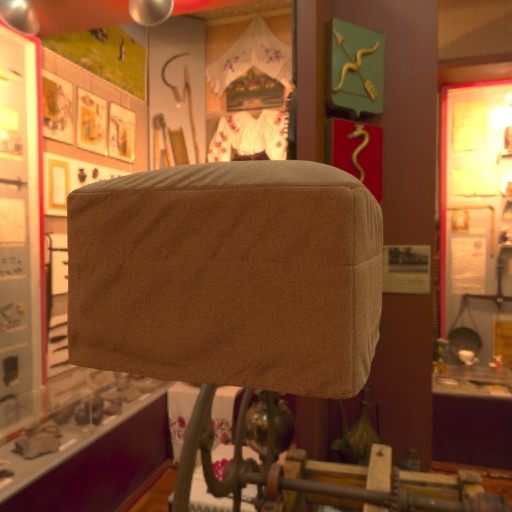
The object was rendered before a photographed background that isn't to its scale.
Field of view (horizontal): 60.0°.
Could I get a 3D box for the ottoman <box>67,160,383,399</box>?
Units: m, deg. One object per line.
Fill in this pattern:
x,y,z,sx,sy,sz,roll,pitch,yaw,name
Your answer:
0.000,0.000,1.261,0.683,0.481,0.837,1,2,19,ottoman
